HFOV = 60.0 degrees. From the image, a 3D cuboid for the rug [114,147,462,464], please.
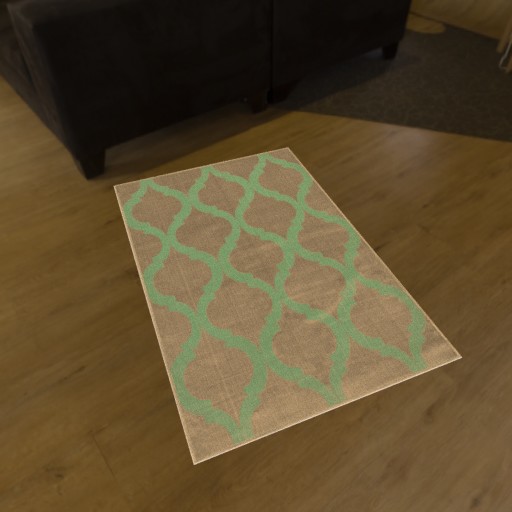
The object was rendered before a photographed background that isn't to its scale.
[{"bbox_3d":[0.000,0.000,2.980,1.524,0.006,2.286,-16,48,-15],"label":"rug"}]
